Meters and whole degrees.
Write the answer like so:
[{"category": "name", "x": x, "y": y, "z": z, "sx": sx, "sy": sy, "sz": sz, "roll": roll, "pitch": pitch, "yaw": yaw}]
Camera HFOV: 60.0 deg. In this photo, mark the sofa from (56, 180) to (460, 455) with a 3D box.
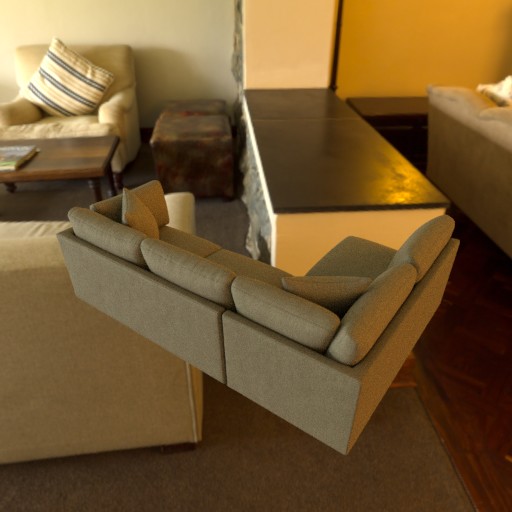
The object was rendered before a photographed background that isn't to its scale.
[{"category": "sofa", "x": 0.000, "y": 0.000, "z": 3.932, "sx": 2.896, "sy": 0.978, "sz": 1.994, "roll": 21, "pitch": 38, "yaw": 30}]
